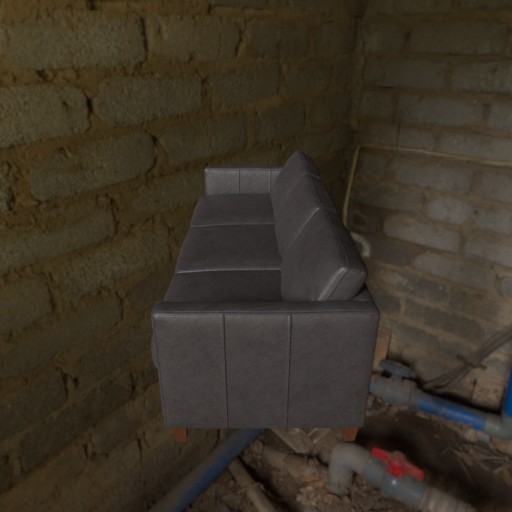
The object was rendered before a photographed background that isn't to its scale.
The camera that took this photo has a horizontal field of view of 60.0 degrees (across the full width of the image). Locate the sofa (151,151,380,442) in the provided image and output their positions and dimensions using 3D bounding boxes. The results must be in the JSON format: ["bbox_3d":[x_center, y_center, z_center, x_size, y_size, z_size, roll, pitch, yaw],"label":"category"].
[{"bbox_3d":[0.000,0.000,3.081,1.045,1.006,2.464,0,26,0],"label":"sofa"}]
